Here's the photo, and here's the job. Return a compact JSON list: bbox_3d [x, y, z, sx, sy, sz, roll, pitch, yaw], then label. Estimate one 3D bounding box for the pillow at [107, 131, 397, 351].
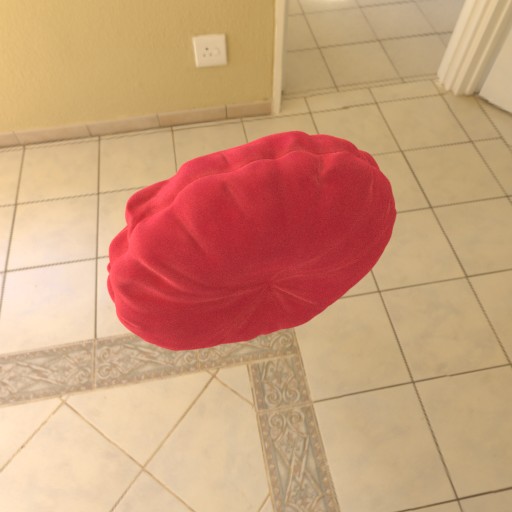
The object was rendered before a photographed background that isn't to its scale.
[{"bbox_3d":[0.000,0.000,0.641,0.428,0.407,0.148,-17,59,-11],"label":"pillow"}]
